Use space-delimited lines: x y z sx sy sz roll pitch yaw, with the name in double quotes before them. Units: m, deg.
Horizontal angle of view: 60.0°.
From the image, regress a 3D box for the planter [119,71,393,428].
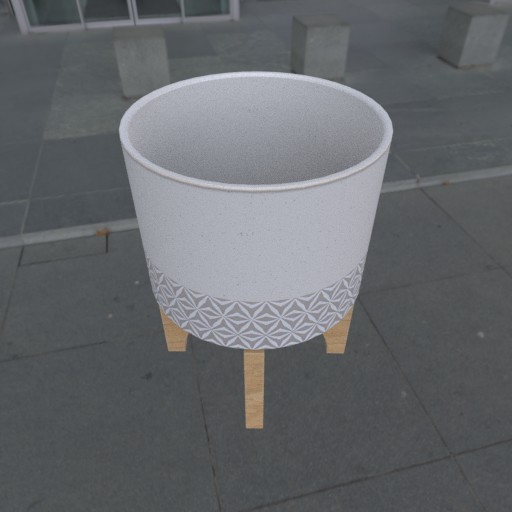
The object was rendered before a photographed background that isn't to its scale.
"planter" 0.000 0.000 0.397 0.188 0.260 0.188 0 41 0
